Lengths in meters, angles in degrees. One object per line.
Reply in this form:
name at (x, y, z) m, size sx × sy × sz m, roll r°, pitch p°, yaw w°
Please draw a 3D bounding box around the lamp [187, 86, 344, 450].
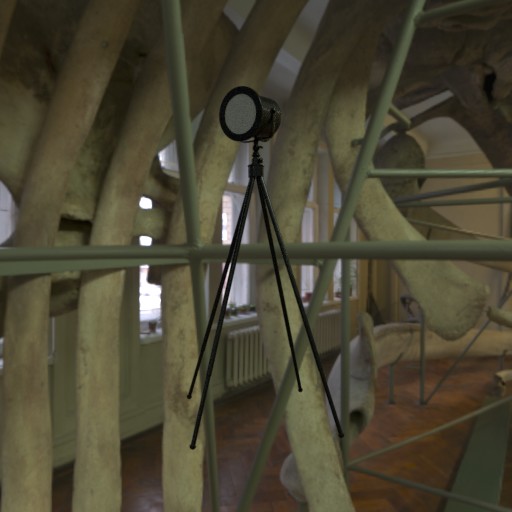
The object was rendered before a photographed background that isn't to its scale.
lamp at (0.000, 0.000, 2.072) m, size 0.879 × 1.504 × 0.884 m, roll 0°, pitch 1°, yaw 35°
